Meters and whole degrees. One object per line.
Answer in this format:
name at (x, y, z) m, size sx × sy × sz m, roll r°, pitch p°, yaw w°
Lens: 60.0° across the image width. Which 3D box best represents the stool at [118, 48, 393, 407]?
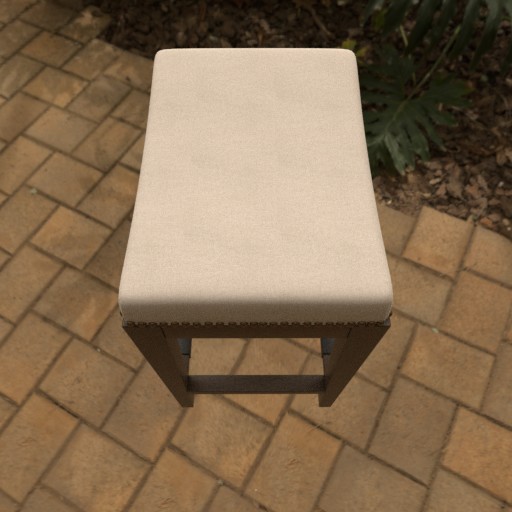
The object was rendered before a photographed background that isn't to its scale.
stool at (0.000, 0.000, 0.915) m, size 0.361 × 0.642 × 0.500 m, roll 0°, pitch 62°, yaw 0°
